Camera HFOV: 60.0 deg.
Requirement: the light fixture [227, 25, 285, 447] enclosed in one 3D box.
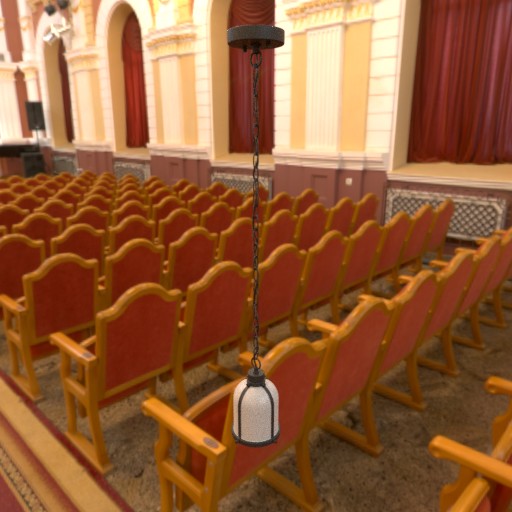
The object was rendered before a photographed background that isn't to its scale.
[{"bbox_3d":[0.000,0.000,1.281,0.178,1.181,0.178,15,22,43],"label":"light fixture"}]
